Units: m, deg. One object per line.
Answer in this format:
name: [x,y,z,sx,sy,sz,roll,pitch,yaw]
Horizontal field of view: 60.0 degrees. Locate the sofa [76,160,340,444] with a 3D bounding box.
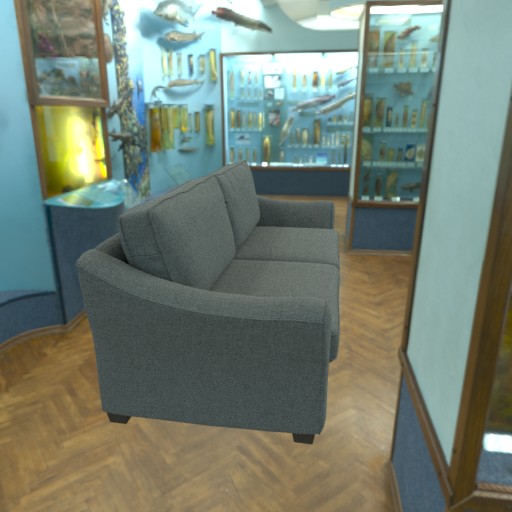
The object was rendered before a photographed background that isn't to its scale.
sofa: [0.000,0.000,2.688,1.013,0.976,2.203,3,18,10]
